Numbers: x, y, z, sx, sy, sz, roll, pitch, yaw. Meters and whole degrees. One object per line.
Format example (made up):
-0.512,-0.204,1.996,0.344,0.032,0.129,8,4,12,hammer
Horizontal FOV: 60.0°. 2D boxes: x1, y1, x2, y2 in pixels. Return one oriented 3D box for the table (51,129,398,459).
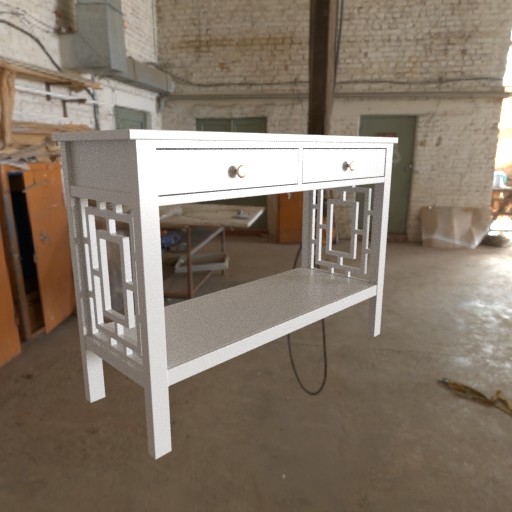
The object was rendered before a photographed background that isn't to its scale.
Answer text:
0.000,0.000,1.438,0.397,0.753,1.068,13,19,43,table
